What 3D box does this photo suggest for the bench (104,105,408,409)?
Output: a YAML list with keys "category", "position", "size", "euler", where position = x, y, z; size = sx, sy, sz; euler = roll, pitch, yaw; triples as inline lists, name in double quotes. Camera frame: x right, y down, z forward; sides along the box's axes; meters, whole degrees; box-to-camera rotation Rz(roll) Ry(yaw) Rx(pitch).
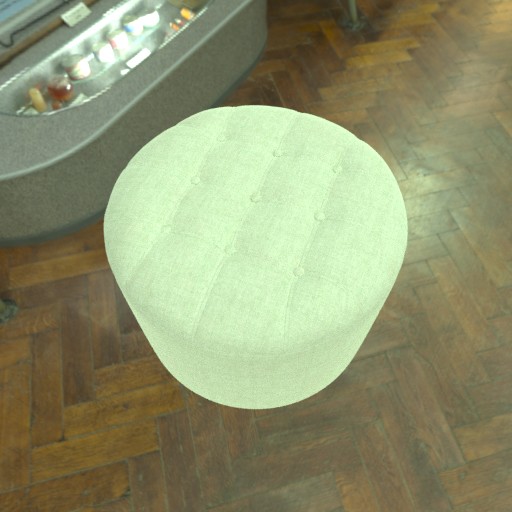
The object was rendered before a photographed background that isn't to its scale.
- category: "bench"
  position: [0.000, 0.000, 1.029]
  size: [0.600, 0.453, 0.600]
  euler: [0, 58, 0]
